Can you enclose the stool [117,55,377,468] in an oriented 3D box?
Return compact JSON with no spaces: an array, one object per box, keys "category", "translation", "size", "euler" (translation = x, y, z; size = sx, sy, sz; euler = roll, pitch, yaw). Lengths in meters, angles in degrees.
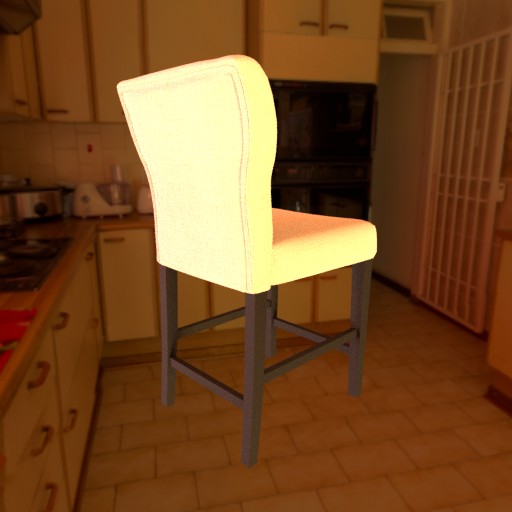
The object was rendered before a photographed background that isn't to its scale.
[{"category":"stool","translation":[0.000,0.000,1.308],"size":[0.603,0.972,0.514],"euler":[-13,19,-42]}]
